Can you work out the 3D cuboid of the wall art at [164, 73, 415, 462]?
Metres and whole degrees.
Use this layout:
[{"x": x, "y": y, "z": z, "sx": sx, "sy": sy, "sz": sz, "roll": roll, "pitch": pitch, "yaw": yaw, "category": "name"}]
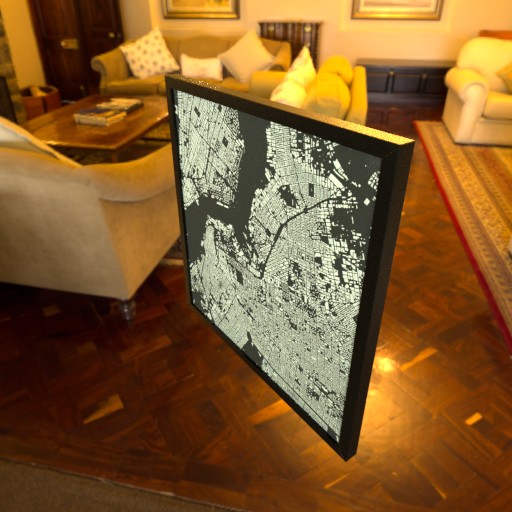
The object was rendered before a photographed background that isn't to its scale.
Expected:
[{"x": 0.000, "y": 0.000, "z": 1.115, "sx": 0.038, "sy": 0.761, "sz": 0.755, "roll": -21, "pitch": 37, "yaw": -31, "category": "wall art"}]
